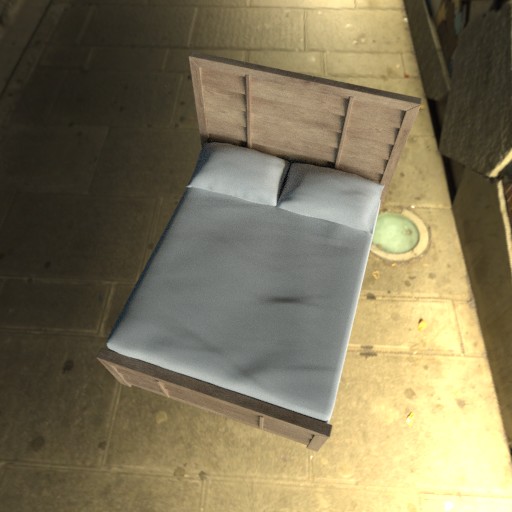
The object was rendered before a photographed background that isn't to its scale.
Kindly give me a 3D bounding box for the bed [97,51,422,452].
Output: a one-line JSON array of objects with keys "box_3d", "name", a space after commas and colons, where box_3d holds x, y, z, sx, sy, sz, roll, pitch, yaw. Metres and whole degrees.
[{"box_3d": [0.000, 0.000, 3.208, 1.615, 1.631, 2.017, 16, 60, 9], "name": "bed"}]
